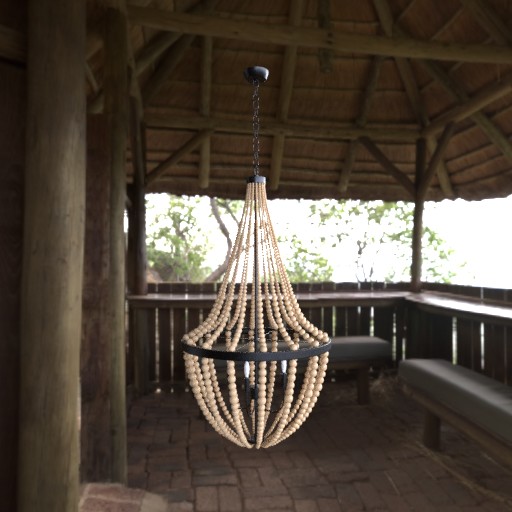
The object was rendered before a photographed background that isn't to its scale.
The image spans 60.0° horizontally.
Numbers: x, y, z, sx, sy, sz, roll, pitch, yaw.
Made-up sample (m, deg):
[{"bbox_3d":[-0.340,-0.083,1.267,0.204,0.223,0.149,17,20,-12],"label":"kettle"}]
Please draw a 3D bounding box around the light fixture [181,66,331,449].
[{"bbox_3d":[0.000,0.000,1.354,0.450,1.133,0.450,0,-1,0],"label":"light fixture"}]
